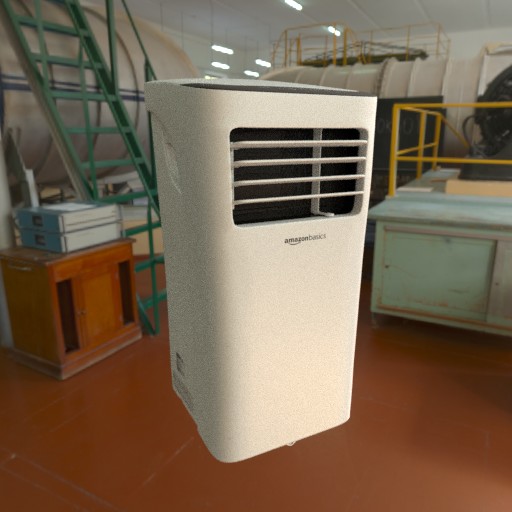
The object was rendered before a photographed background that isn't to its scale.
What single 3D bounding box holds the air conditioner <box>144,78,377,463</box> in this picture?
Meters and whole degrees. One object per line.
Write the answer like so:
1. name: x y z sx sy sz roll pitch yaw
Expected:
1. air conditioner: 0.000 0.000 0.929 0.352 0.716 0.369 -8 17 -26
